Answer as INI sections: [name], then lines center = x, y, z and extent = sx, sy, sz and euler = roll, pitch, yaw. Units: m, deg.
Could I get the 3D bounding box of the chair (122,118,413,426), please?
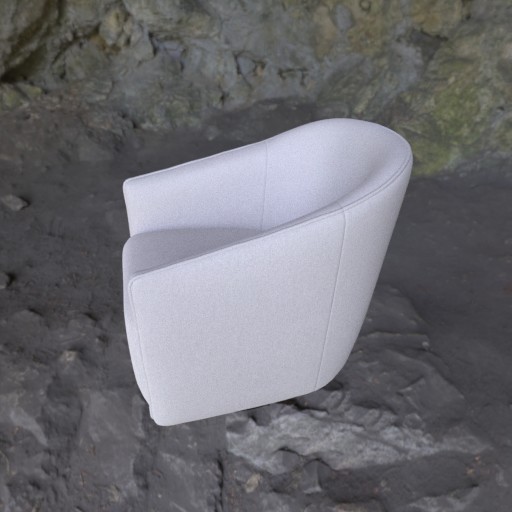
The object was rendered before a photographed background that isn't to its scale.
[chair]
center = 0.000, 0.000, 1.480
extent = 0.875, 0.799, 0.747
euler = -8, 30, -14
